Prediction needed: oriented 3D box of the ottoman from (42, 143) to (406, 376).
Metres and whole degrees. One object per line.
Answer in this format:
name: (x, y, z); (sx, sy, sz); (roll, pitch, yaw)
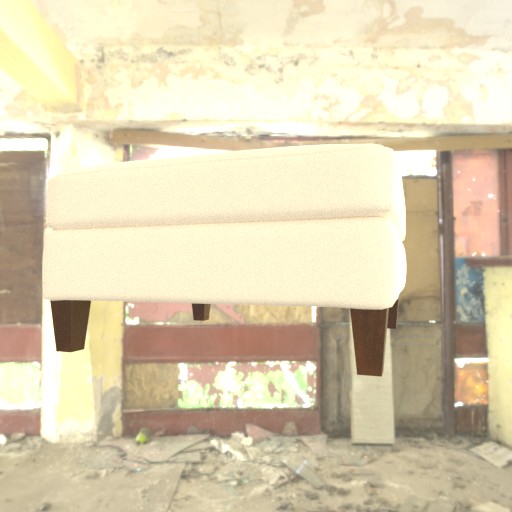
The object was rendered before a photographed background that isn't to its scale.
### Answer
ottoman: (0.000, 0.000, 1.318); (0.838, 0.479, 0.838); (-1, -2, 20)
